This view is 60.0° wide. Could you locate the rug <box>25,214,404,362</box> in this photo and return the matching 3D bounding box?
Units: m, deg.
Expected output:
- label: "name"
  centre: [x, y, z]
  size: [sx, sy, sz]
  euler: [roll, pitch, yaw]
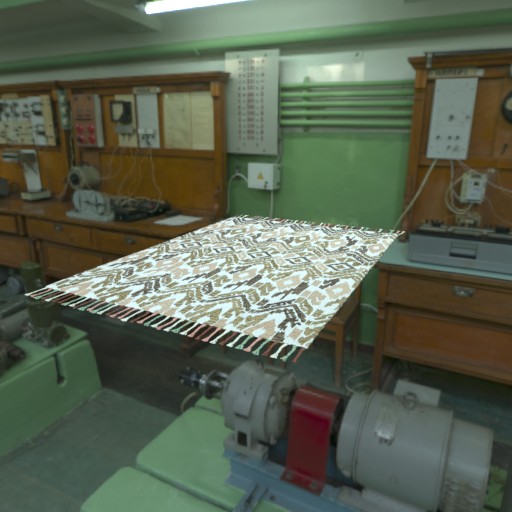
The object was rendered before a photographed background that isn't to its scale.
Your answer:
- label: "rug"
  centre: [0.000, 0.000, 2.314]
  size: [1.219, 0.008, 1.829]
  euler: [8, 19, 26]
